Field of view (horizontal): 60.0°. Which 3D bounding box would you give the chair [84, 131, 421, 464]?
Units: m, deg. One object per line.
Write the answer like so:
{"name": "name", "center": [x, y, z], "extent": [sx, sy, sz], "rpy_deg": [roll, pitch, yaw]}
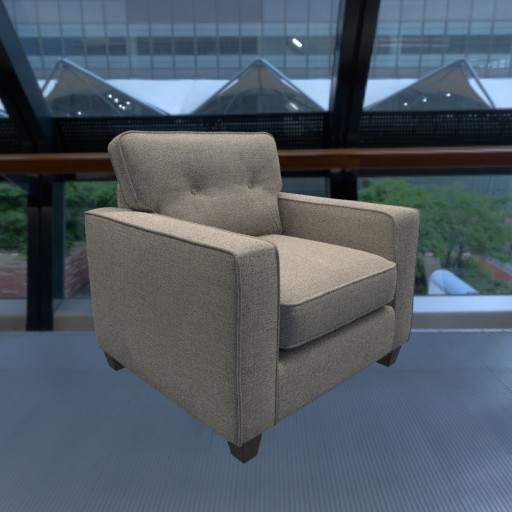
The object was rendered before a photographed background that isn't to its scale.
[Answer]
{"name": "chair", "center": [0.000, 0.000, 1.775], "extent": [1.015, 0.965, 0.939], "rpy_deg": [-14, 20, -42]}
